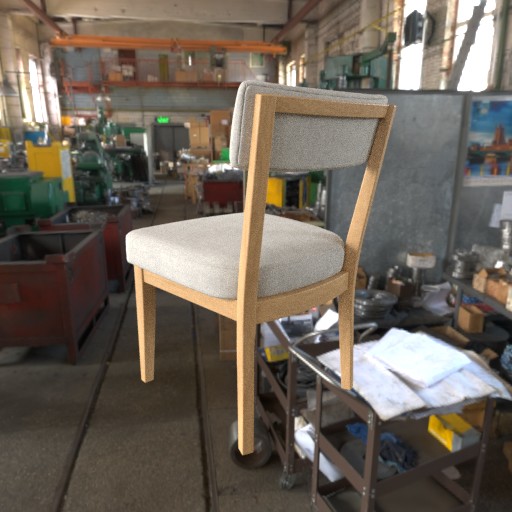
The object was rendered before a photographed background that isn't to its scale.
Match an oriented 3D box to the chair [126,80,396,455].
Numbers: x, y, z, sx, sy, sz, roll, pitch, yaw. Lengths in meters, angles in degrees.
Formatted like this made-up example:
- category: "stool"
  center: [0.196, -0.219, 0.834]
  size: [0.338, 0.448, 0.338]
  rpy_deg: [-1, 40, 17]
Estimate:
- category: "chair"
  center: [0.000, 0.000, 1.218]
  size: [0.508, 0.832, 0.572]
  rpy_deg: [-14, 20, -41]
